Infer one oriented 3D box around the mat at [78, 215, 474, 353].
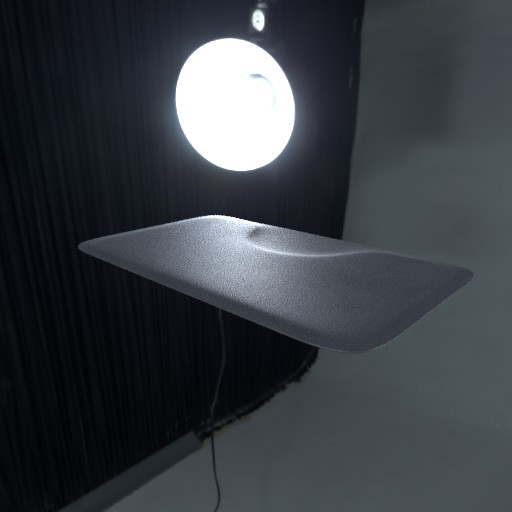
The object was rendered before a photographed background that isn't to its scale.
[{"bbox_3d":[0.000,0.000,1.860,1.524,0.013,0.918,16,23,40],"label":"mat"}]
